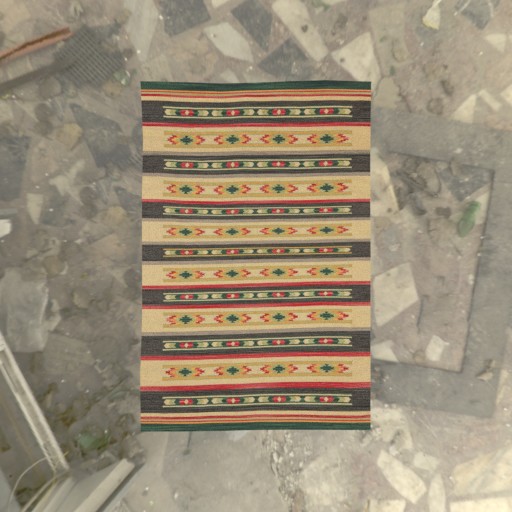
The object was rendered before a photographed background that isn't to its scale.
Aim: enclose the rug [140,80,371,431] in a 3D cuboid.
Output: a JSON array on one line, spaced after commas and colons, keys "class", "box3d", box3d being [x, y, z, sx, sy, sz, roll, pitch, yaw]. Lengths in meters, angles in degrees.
[{"class": "rug", "box3d": [0.000, 0.000, 2.917, 1.522, 0.010, 2.311, 0, 90, -1]}]
